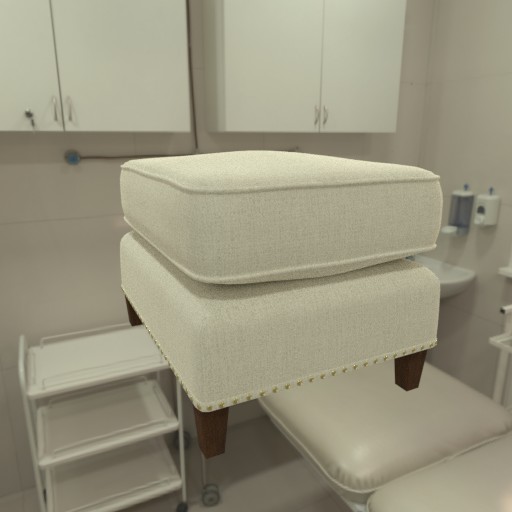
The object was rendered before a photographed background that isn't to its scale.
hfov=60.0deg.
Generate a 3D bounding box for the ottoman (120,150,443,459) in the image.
[{"bbox_3d":[0.000,0.000,1.159,0.589,0.537,0.738,-8,17,-26],"label":"ottoman"}]
